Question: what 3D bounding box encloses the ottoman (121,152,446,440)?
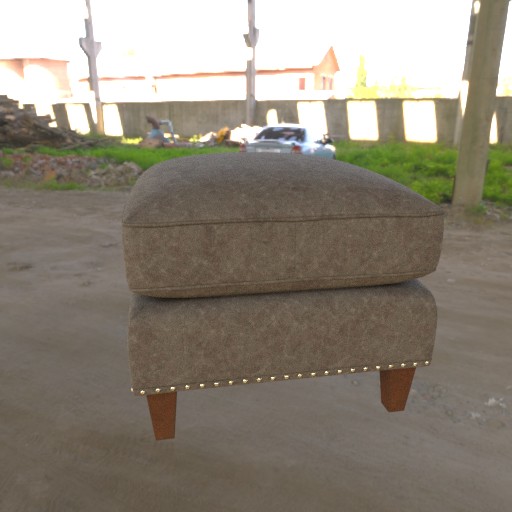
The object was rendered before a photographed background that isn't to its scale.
[{"bbox_3d":[0.000,0.000,1.133,0.584,0.513,0.741,-3,17,-10],"label":"ottoman"}]
